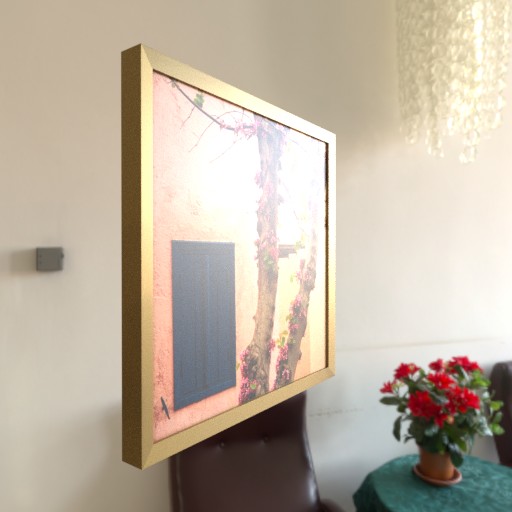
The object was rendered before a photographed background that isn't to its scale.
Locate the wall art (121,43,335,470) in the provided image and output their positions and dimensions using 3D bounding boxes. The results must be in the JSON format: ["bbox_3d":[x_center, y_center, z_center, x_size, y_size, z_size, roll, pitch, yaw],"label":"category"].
[{"bbox_3d":[0.000,0.000,0.742,0.038,0.508,0.507,0,1,37],"label":"wall art"}]
